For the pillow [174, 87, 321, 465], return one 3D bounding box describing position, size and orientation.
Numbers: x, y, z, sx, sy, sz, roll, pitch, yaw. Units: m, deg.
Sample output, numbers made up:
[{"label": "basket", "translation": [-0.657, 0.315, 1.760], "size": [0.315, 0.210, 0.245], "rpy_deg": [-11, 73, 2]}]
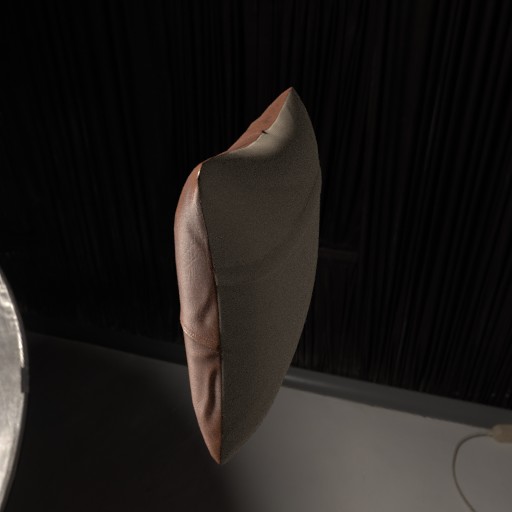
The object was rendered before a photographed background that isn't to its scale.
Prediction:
[{"label": "pillow", "translation": [0.000, 0.000, 0.738], "size": [0.192, 0.470, 0.484], "rpy_deg": [8, 32, 13]}]
